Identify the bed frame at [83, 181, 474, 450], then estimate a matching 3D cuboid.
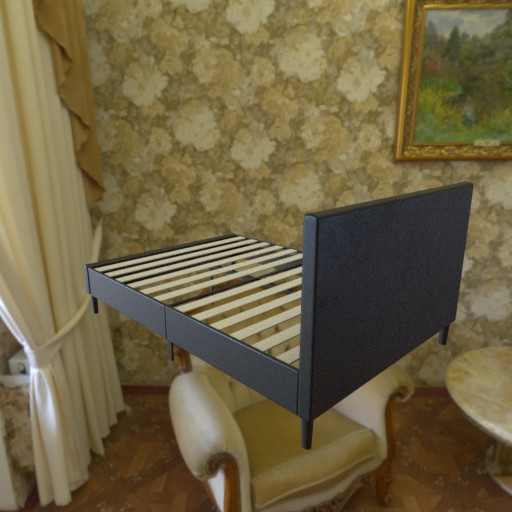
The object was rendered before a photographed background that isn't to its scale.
[{"bbox_3d":[0.000,0.000,2.980,1.469,1.046,2.152,-15,22,-42],"label":"bed frame"}]
